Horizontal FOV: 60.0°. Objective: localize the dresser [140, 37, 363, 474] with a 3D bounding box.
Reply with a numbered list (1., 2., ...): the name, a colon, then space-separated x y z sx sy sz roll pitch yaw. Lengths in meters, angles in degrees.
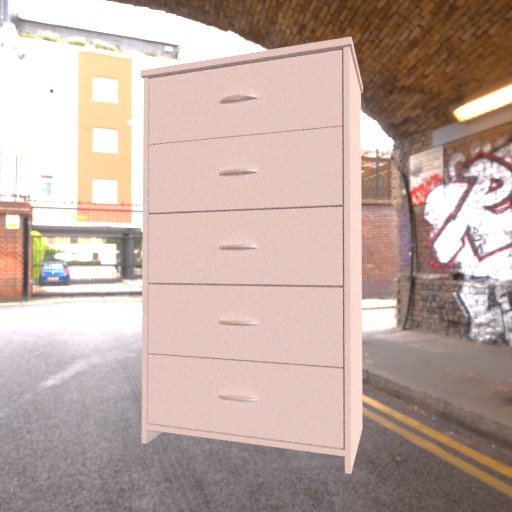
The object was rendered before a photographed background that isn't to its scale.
1. dresser: 0.000 0.000 1.553 0.704 1.255 0.399 0 -1 18
